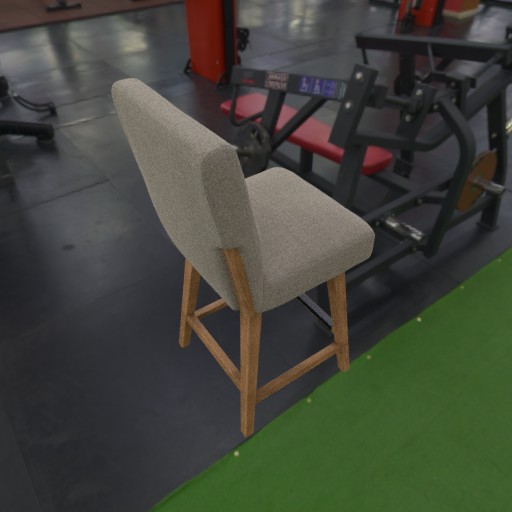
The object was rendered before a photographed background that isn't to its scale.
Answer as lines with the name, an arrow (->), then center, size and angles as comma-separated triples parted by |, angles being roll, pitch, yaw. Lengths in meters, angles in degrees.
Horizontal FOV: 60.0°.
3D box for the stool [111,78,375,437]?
stool -> 0.000, 0.000, 1.308 | 0.526, 1.010, 0.459 | -25, 47, -26
